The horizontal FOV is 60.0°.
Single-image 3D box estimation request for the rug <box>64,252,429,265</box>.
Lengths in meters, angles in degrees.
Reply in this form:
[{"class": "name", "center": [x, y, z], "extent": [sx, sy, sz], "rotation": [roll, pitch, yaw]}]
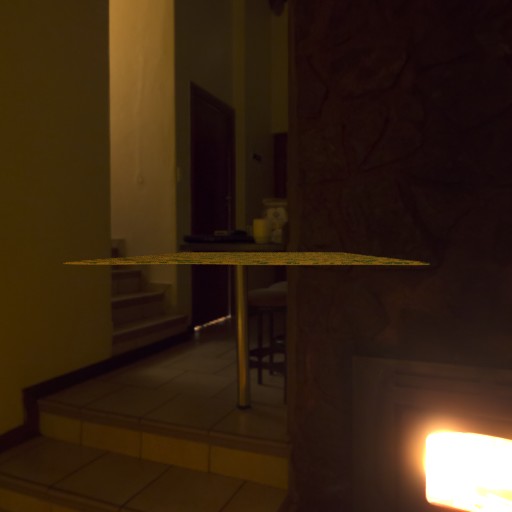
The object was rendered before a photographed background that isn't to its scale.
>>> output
[{"class": "rug", "center": [0.000, 0.000, 3.056], "extent": [1.520, 0.011, 2.447], "rotation": [0, 1, 2]}]
